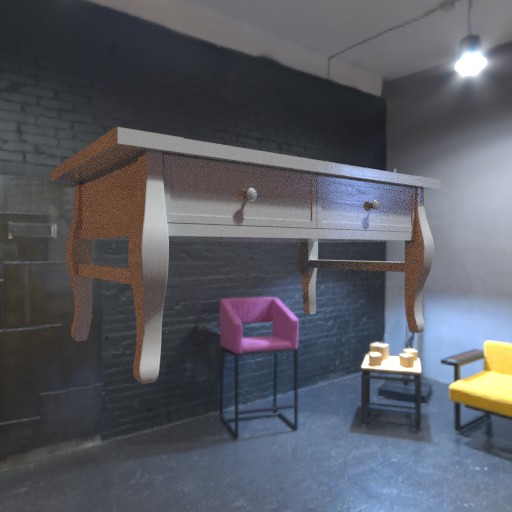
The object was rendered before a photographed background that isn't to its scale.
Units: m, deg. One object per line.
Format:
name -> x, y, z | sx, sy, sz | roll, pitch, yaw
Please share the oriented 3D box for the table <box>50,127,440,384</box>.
table -> 0.000, 0.000, 1.372 | 1.062, 0.495, 0.600 | -1, 1, -36
